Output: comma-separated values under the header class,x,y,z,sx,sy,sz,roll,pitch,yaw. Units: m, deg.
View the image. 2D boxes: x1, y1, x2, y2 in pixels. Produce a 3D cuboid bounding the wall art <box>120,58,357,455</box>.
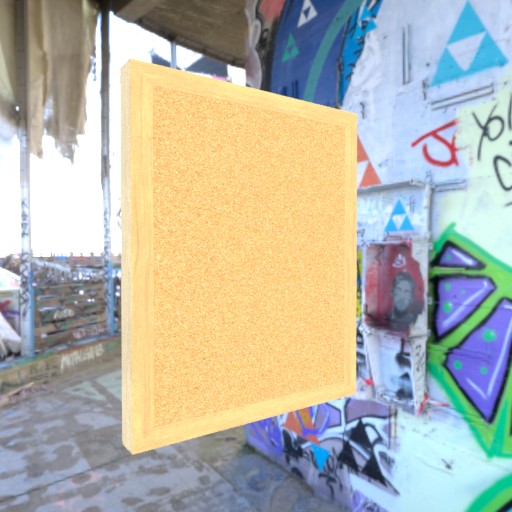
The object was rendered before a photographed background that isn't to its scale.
class,x,y,z,sx,sy,sz,roll,pitch,yaw
wall art,0.000,0.000,0.525,0.312,0.380,0.030,-1,1,-35
